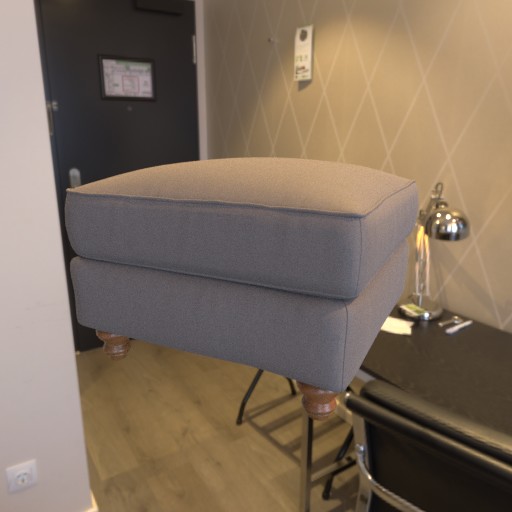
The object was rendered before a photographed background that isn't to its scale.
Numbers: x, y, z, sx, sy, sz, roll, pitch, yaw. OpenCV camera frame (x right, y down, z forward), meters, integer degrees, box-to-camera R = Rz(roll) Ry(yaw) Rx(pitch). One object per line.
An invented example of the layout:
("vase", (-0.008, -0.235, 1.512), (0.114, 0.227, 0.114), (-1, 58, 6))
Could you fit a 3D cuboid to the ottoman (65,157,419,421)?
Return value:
("ottoman", (0.000, 0.000, 1.170), (0.721, 0.505, 0.662), (8, 17, 26))
